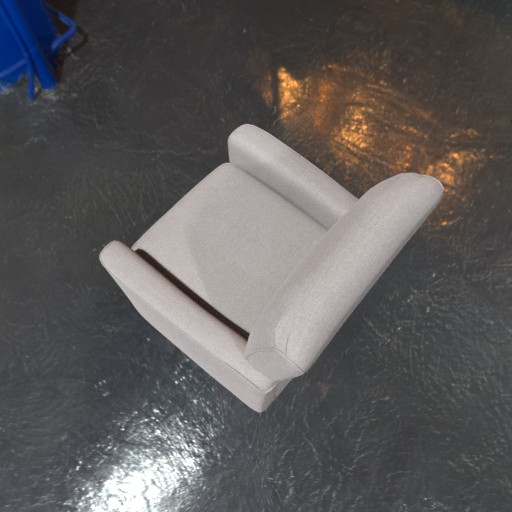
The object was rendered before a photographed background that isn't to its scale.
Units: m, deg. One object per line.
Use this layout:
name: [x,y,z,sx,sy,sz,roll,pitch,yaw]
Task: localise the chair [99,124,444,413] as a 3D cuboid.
chair: [0.000,0.000,1.673,0.859,1.023,0.845,37,69,16]
